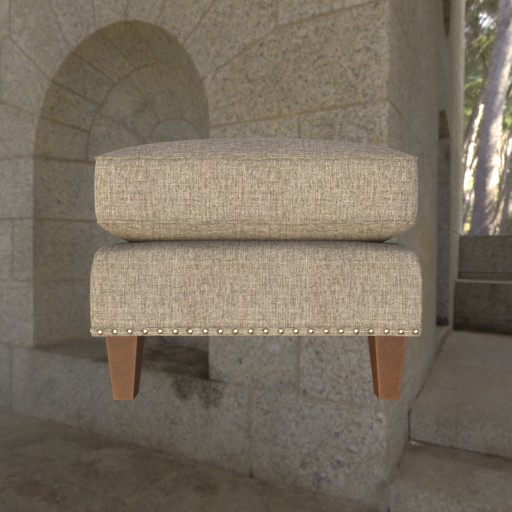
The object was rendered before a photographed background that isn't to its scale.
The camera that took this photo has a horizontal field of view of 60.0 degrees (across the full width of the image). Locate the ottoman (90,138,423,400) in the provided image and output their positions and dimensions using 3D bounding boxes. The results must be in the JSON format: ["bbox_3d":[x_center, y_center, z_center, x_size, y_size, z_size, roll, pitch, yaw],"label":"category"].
[{"bbox_3d":[0.000,0.000,1.129,0.584,0.513,0.741,0,1,0],"label":"ottoman"}]
